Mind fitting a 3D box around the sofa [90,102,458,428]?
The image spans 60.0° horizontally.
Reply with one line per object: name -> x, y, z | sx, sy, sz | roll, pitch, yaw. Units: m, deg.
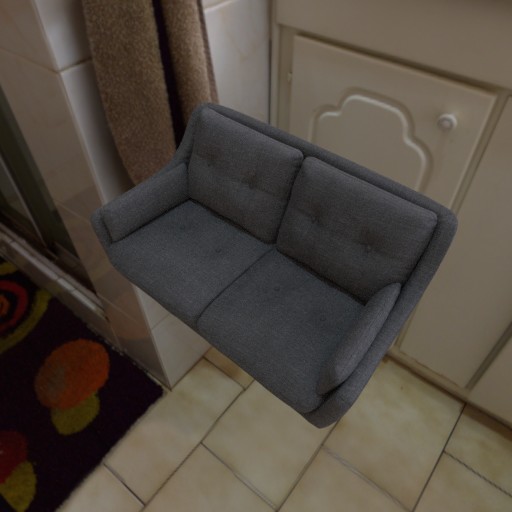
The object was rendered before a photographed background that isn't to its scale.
sofa -> 0.000, 0.000, 2.301 | 1.646, 0.887, 0.976 | 32, 55, 26
